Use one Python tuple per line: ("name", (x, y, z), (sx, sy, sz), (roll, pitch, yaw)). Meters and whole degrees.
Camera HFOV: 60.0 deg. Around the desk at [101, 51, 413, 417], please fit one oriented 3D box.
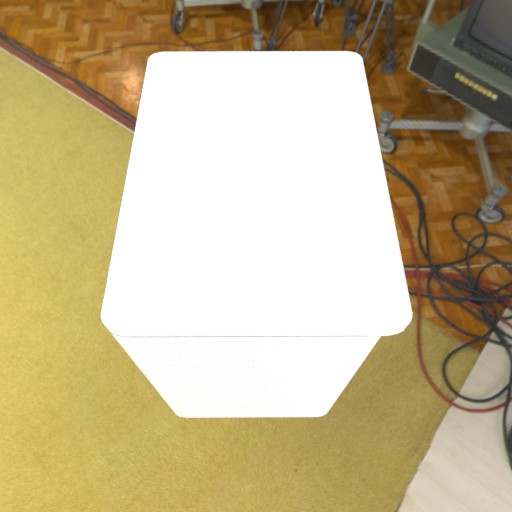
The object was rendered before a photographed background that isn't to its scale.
("desk", (0.000, 0.000, 1.301), (0.549, 0.800, 0.762), (0, 60, 0))
